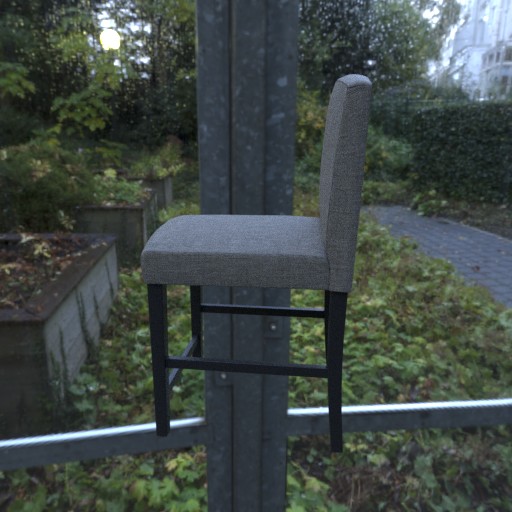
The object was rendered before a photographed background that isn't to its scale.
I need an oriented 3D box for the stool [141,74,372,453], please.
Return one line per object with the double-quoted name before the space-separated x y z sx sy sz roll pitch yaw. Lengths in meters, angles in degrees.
"stool" 0.000 0.000 1.286 0.552 0.966 0.451 2 15 7
